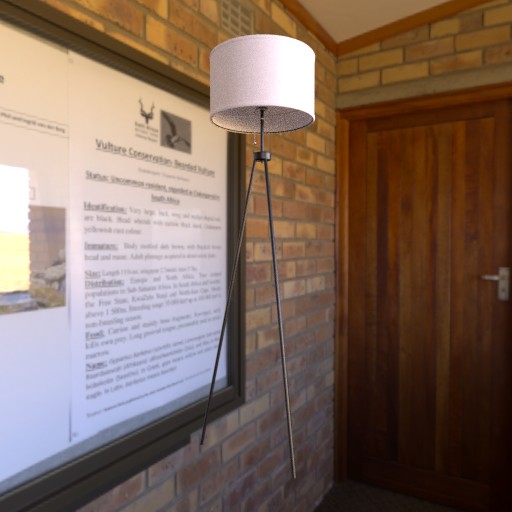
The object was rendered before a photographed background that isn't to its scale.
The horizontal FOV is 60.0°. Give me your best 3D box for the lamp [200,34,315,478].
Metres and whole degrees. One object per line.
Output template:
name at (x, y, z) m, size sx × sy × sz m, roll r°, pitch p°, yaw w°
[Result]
lamp at (0.000, 0.000, 1.748) m, size 0.458 × 1.545 × 0.448 m, roll 0°, pitch 2°, yaw -1°
